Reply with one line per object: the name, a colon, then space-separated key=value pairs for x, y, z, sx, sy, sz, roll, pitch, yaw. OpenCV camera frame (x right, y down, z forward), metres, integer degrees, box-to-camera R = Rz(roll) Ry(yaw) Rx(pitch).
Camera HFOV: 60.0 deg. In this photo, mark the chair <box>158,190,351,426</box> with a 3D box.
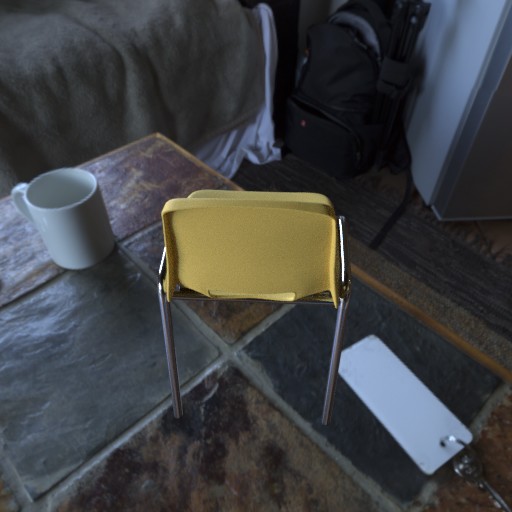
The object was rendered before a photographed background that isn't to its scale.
chair: x=0.000 y=0.000 z=0.911 sx=0.381 sy=0.653 sz=0.436 roll=2 pitch=48 yaw=2
